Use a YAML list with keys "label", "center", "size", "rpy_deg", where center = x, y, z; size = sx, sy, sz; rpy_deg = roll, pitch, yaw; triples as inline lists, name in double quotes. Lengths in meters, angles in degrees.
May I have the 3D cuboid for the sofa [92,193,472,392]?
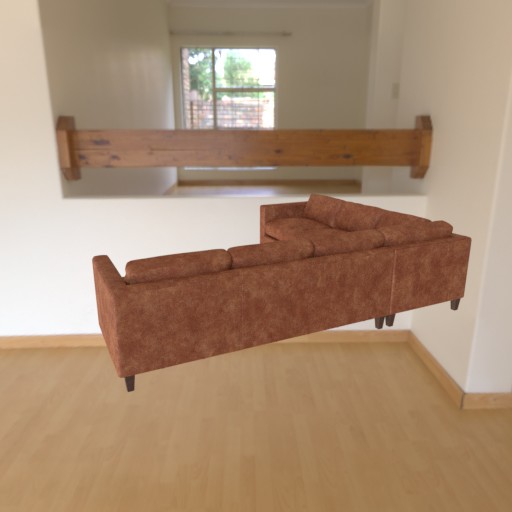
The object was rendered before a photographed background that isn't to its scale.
- label: "sofa"
  center: [0.000, 0.000, 4.434]
  size: [3.150, 0.838, 2.438]
  rpy_deg: [-8, 18, -25]
